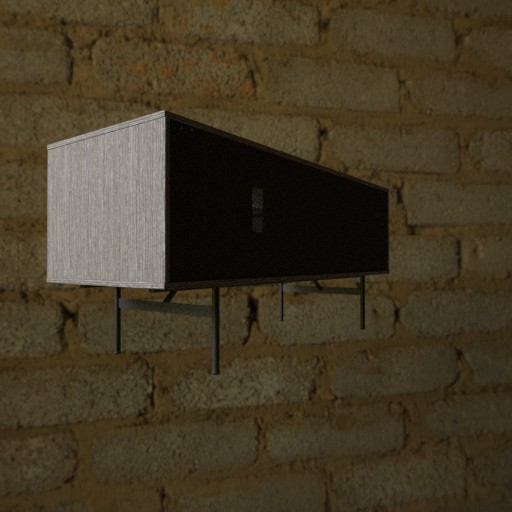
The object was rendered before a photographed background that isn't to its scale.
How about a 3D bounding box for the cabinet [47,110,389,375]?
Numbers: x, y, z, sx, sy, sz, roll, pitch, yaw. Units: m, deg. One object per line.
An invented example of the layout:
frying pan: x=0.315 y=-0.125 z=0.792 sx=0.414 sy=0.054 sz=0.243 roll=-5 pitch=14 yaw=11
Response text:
cabinet: x=0.000 y=0.000 z=1.593 sx=0.500 sy=0.599 sz=1.300 roll=0 pitch=-1 yaw=37
